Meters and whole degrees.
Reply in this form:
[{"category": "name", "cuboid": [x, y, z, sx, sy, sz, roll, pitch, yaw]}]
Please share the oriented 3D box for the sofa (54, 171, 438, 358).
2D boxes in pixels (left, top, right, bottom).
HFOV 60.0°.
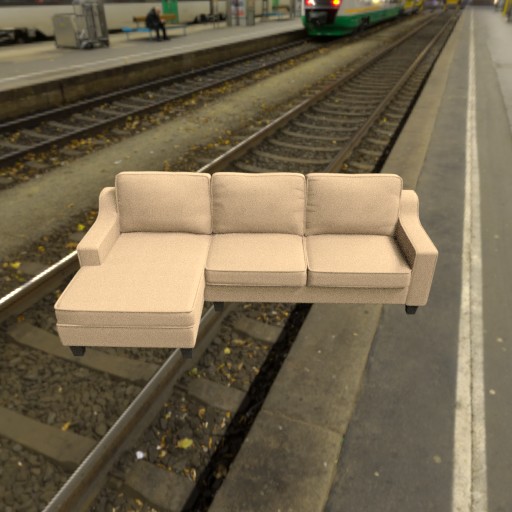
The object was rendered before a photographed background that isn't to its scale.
[{"category": "sofa", "cuboid": [0.000, 0.000, 3.280, 2.561, 0.928, 1.294, 1, 31, 1]}]
